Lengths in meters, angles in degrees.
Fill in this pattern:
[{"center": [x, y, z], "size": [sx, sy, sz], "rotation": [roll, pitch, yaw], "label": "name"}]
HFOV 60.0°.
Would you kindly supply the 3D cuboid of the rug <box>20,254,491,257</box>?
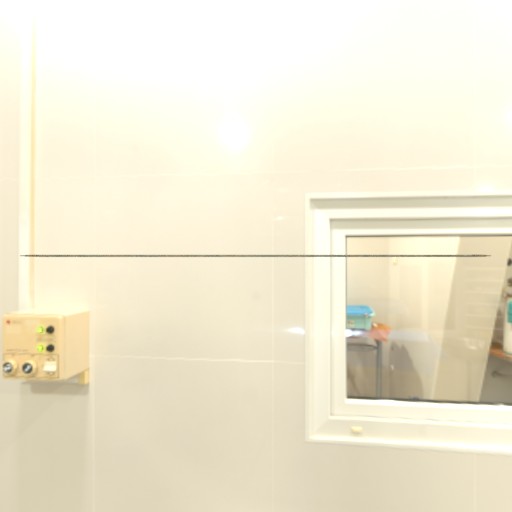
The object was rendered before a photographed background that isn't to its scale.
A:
[{"center": [0.000, 0.000, 2.255], "size": [1.730, 0.009, 1.278], "rotation": [0, 0, 1], "label": "rug"}]
